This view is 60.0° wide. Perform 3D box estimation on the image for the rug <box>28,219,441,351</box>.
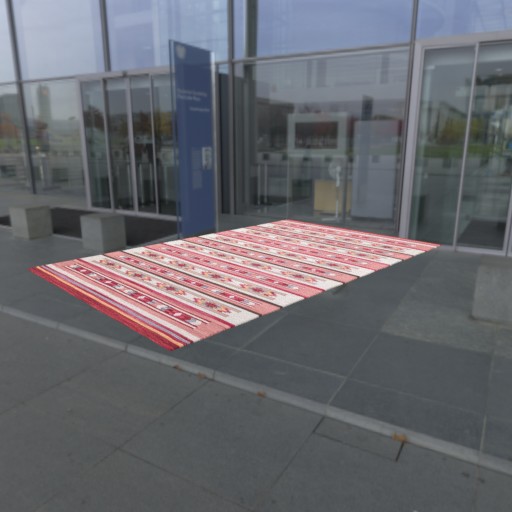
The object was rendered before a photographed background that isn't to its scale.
[{"bbox_3d":[0.000,0.000,3.023,2.431,0.010,1.535,-14,20,-43],"label":"rug"}]
